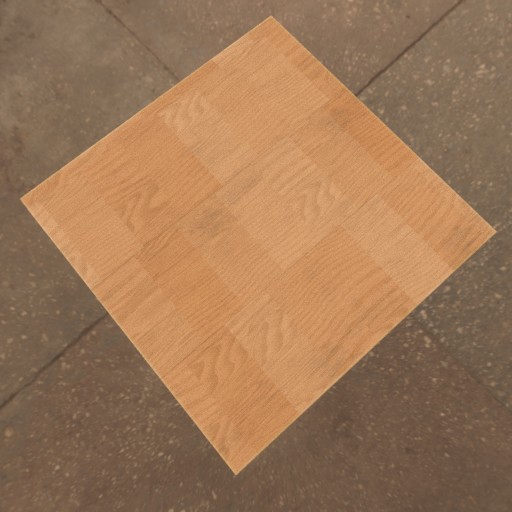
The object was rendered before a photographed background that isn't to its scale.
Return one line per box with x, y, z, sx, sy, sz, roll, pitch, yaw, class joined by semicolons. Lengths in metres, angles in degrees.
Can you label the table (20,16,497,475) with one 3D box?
0.000;0.000;1.334;0.747;0.738;0.747;-40;79;-9;table
